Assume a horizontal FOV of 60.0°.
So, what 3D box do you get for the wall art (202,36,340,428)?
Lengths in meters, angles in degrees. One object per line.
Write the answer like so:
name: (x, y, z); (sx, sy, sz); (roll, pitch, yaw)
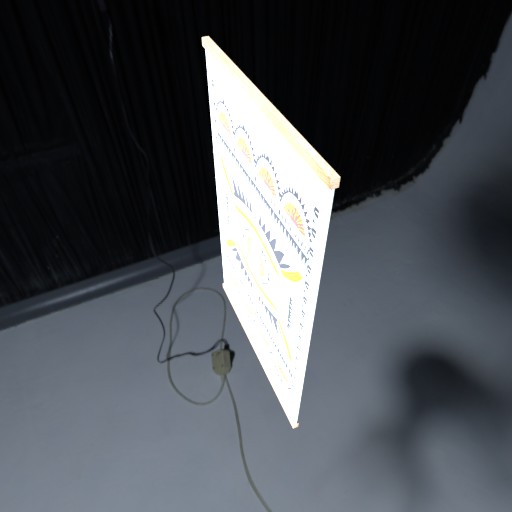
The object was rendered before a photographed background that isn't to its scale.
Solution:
wall art: (0.000, 0.000, 1.979); (0.028, 1.533, 0.999); (-18, 49, -16)
